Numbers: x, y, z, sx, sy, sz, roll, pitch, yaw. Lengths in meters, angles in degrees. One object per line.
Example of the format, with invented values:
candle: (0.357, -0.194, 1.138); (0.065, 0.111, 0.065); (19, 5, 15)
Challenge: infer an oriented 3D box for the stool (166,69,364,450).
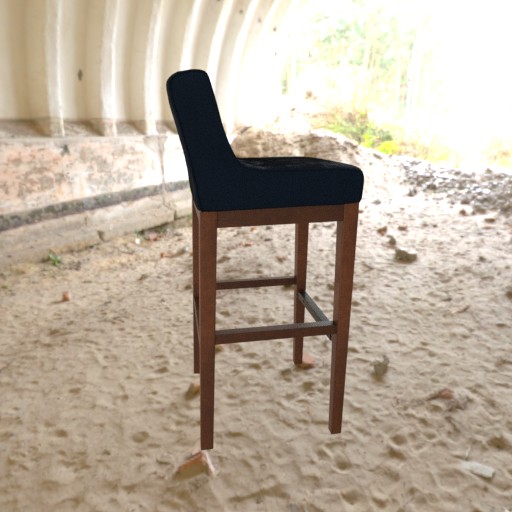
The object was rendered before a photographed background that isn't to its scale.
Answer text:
stool: (0.000, 0.000, 1.397); (0.500, 1.037, 0.511); (-3, 16, -10)
